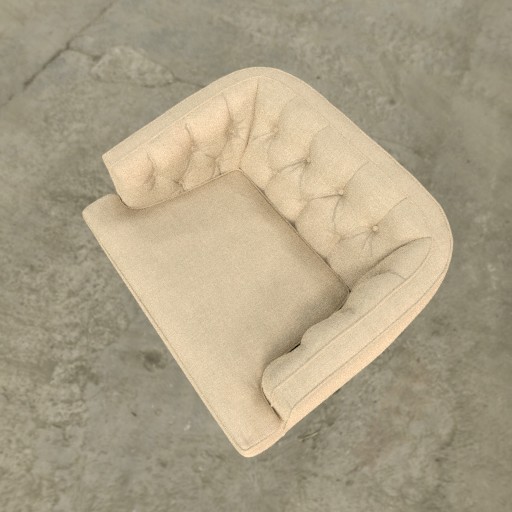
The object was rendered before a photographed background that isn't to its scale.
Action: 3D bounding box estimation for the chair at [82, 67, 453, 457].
[{"bbox_3d":[0.000,0.000,1.696,0.914,0.787,1.118,-33,67,-16],"label":"chair"}]
